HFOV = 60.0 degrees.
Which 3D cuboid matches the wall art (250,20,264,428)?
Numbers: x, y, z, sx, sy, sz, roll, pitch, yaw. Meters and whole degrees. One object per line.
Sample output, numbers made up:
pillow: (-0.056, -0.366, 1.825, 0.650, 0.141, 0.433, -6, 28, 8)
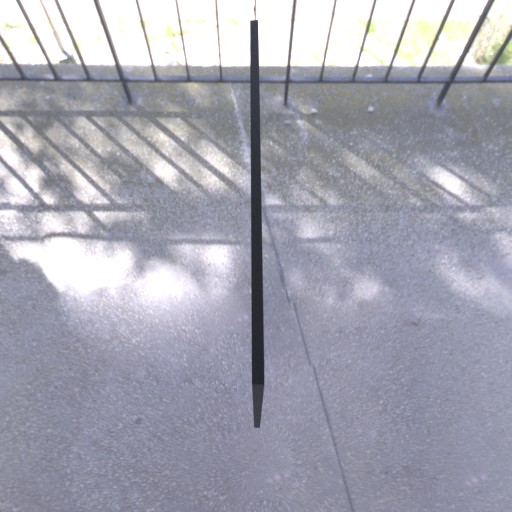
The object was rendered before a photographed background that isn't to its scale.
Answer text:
wall art: (0.000, 0.000, 0.980, 0.016, 0.659, 0.663, 0, 65, 0)
